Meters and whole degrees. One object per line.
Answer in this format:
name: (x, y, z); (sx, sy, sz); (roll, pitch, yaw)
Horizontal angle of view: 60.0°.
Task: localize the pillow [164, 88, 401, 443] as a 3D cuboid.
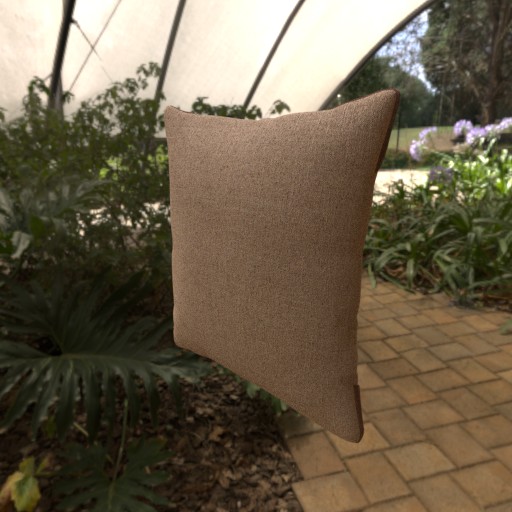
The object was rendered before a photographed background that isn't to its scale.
pillow: (0.000, 0.000, 0.669); (0.147, 0.448, 0.437); (-15, 21, -43)
